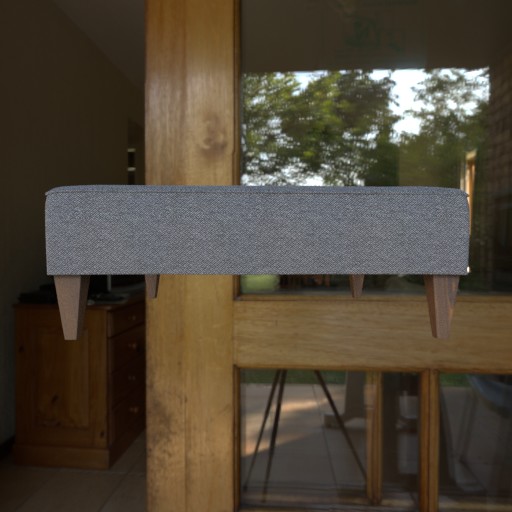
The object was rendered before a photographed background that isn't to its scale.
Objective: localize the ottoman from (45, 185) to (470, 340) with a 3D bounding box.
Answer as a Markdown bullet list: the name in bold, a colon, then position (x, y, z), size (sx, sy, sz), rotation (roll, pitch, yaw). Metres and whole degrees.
- **ottoman**: position (0.000, 0.000, 1.482), size (0.981, 0.378, 0.970), rotation (0, 1, -1)
